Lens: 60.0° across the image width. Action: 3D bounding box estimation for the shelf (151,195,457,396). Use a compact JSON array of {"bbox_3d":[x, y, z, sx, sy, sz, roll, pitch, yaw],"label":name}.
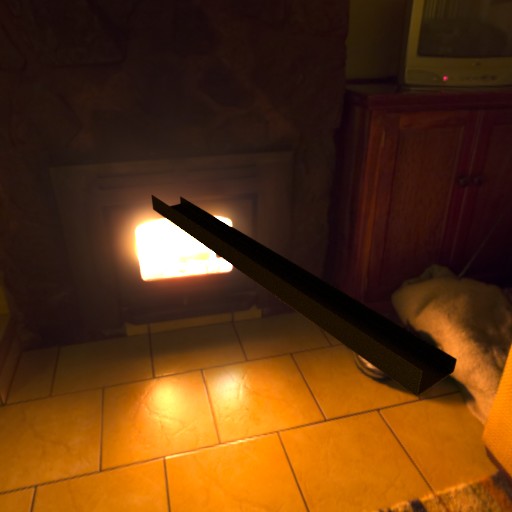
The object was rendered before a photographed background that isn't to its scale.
[{"bbox_3d":[0.000,0.000,0.984,0.092,0.049,0.924,-17,31,-31],"label":"shelf"}]
